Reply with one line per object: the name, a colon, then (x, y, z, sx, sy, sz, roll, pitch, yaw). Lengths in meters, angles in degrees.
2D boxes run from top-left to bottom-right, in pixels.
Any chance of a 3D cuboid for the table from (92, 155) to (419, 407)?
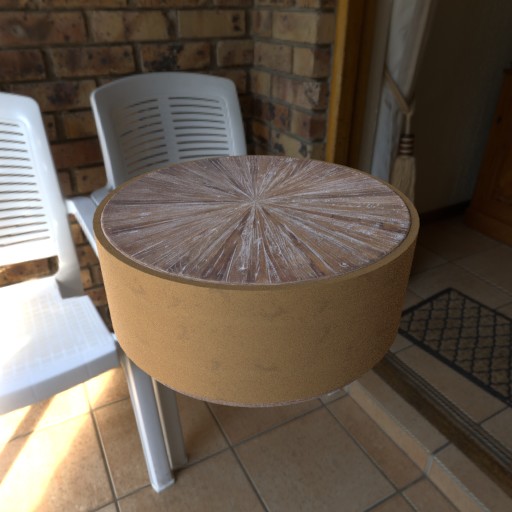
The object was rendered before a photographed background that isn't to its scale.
table: (0.000, 0.000, 1.522, 1.001, 0.409, 1.001, 0, 30, 0)
